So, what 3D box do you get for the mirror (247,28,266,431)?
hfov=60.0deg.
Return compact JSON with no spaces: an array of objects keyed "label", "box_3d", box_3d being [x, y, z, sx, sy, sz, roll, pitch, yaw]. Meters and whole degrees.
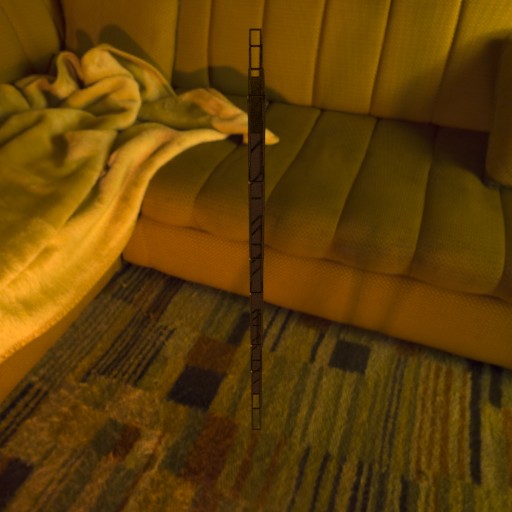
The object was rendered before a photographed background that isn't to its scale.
[{"label":"mirror","box_3d":[0.000,0.000,1.388,0.037,1.192,0.565,0,40,0]}]
